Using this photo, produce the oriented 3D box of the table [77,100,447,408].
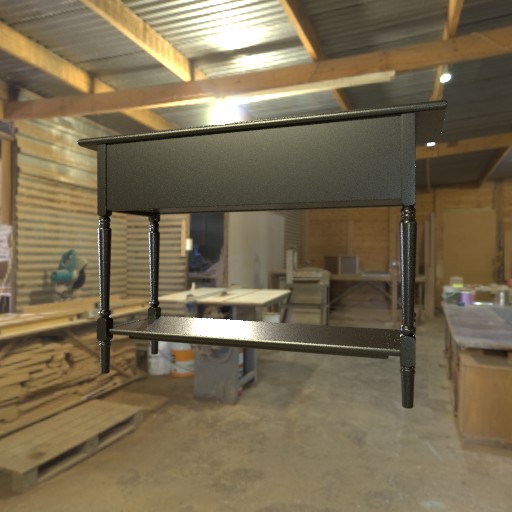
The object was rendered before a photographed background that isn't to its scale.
[{"bbox_3d":[0.000,0.000,1.531,1.191,0.819,0.386,0,0,20],"label":"table"}]
